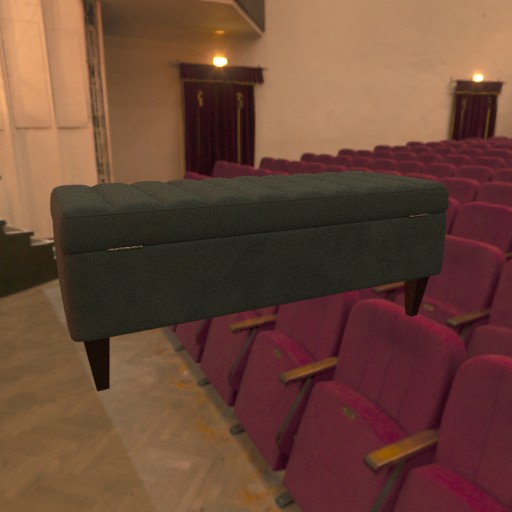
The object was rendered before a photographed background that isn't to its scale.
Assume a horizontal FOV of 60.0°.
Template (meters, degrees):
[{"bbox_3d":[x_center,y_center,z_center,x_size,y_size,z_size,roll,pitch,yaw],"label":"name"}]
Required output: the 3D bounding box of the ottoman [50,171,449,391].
[{"bbox_3d":[0.000,0.000,1.413,1.151,0.469,0.482,-8,18,-25],"label":"ottoman"}]
